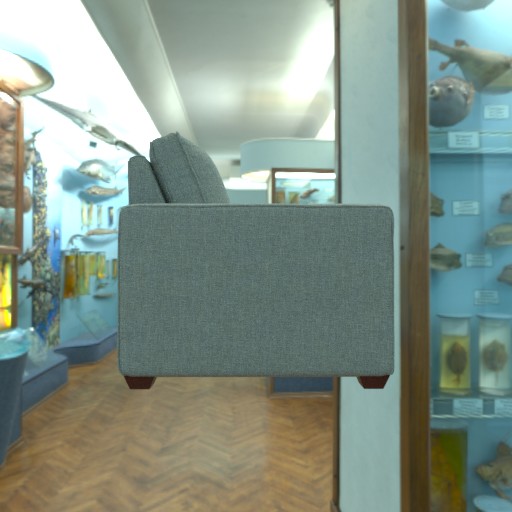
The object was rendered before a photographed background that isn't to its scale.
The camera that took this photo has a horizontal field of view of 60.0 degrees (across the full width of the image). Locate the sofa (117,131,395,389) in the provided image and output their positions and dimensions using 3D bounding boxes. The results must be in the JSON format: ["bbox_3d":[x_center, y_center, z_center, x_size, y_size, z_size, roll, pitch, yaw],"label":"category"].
[{"bbox_3d":[0.000,0.000,2.295,0.945,0.915,1.706,0,-1,0],"label":"sofa"}]
